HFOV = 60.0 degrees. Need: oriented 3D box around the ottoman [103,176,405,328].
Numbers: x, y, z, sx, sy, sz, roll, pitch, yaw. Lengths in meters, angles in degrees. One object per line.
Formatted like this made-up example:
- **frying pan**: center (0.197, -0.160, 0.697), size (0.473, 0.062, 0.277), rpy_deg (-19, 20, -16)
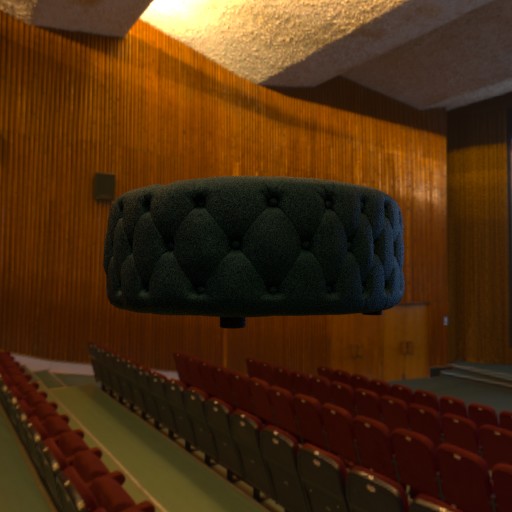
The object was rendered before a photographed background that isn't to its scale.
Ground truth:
- **ottoman**: center (0.000, 0.000, 1.559), size (0.998, 0.398, 0.998), rpy_deg (0, -2, 0)
